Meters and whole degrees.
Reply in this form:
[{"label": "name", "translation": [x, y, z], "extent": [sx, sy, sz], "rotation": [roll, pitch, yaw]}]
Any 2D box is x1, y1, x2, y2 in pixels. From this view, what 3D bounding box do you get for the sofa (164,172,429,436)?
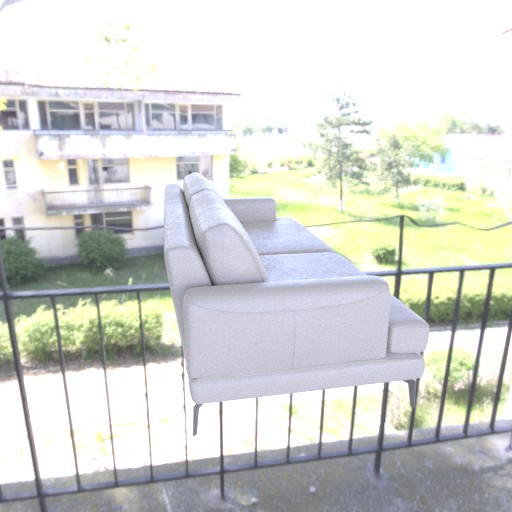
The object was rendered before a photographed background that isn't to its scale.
[{"label": "sofa", "translation": [0.000, 0.000, 2.464], "extent": [0.974, 0.765, 1.940], "rotation": [-3, 17, -11]}]
